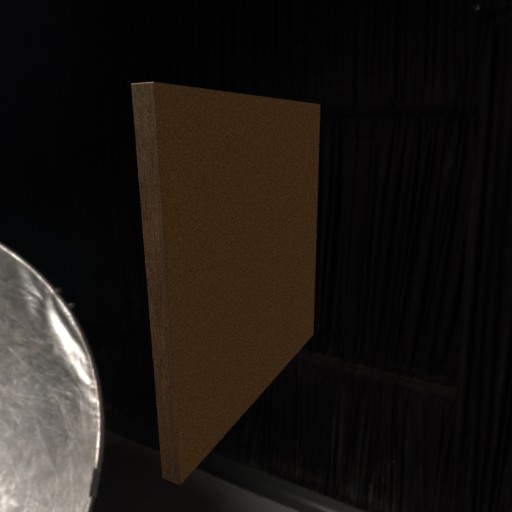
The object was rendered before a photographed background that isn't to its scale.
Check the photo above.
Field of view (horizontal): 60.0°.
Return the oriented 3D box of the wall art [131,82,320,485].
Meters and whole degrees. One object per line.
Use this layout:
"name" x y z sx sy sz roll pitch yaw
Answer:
"wall art" 0.000 0.000 0.892 0.042 0.608 0.611 8 18 26
